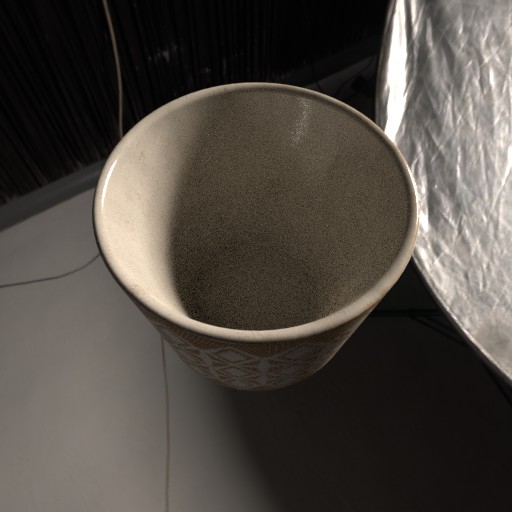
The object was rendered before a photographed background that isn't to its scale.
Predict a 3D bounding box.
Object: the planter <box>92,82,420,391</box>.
[{"bbox_3d":[0.000,0.000,0.218,0.126,0.104,0.126,0,59,0],"label":"planter"}]
